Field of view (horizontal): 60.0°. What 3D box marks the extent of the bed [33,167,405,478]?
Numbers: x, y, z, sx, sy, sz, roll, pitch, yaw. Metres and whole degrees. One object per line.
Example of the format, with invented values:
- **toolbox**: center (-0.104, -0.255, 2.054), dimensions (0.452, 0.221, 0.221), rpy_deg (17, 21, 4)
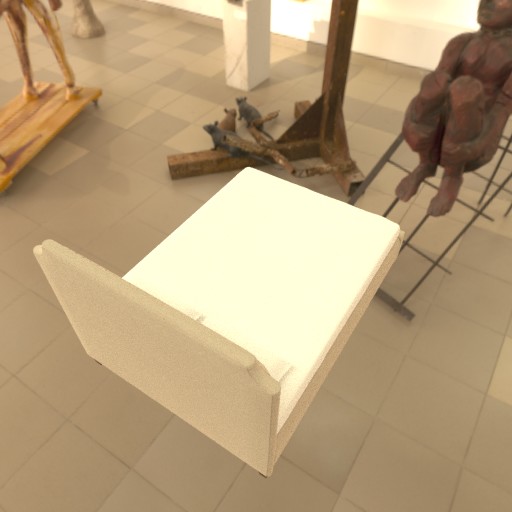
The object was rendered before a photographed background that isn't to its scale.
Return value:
- **bed**: center (0.000, 0.000, 3.426), dimensions (1.713, 1.443, 2.372), rpy_deg (25, 52, 22)
